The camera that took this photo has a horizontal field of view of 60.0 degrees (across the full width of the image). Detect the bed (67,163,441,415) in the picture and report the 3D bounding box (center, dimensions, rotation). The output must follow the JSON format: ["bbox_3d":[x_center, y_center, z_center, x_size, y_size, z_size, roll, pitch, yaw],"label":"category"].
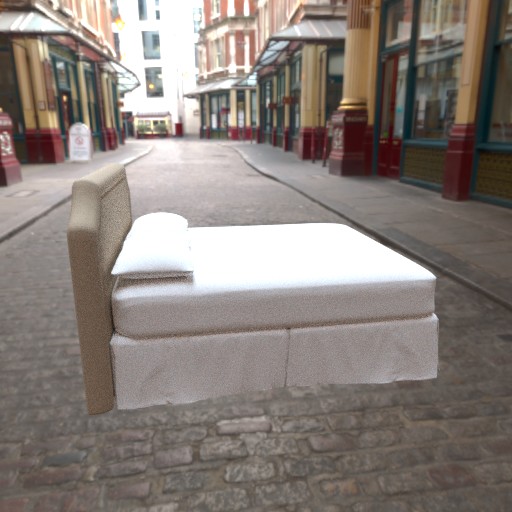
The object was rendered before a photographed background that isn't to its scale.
[{"bbox_3d":[0.000,0.000,3.302,2.204,1.301,1.828,-3,16,-10],"label":"bed"}]
